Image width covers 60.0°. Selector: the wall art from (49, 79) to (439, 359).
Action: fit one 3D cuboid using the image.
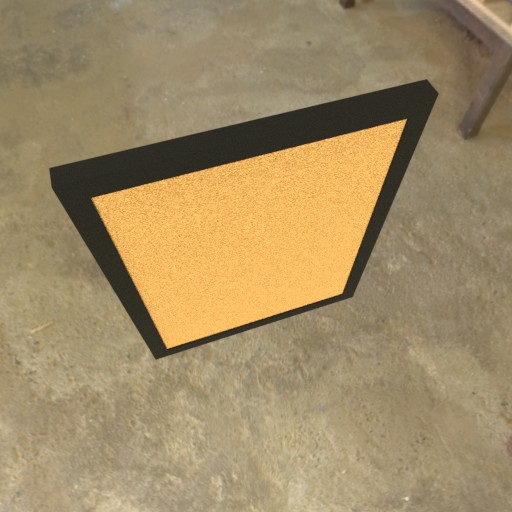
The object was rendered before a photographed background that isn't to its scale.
[{"bbox_3d":[0.000,0.000,0.743,0.457,0.559,0.029,-16,60,-10],"label":"wall art"}]
